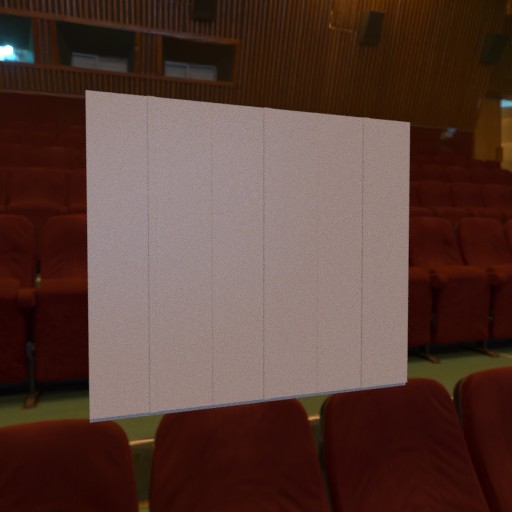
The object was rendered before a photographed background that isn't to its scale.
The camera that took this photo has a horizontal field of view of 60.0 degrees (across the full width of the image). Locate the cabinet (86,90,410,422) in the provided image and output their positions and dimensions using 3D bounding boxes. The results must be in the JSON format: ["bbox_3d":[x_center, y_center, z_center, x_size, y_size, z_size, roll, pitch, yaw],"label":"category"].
[{"bbox_3d":[0.000,0.000,3.836,2.700,2.370,0.590,-1,2,-18],"label":"cabinet"}]
